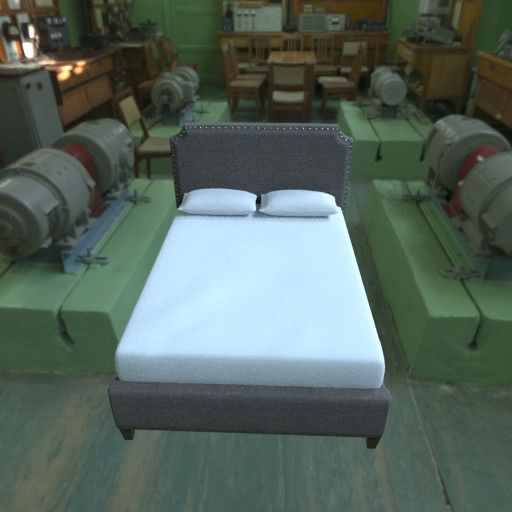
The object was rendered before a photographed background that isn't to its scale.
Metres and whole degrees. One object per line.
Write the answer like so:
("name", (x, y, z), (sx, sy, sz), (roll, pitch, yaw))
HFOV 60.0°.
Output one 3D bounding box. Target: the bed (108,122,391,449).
("bed", (0.000, 0.000, 3.479), (1.713, 1.457, 2.381), (1, 31, 2))
